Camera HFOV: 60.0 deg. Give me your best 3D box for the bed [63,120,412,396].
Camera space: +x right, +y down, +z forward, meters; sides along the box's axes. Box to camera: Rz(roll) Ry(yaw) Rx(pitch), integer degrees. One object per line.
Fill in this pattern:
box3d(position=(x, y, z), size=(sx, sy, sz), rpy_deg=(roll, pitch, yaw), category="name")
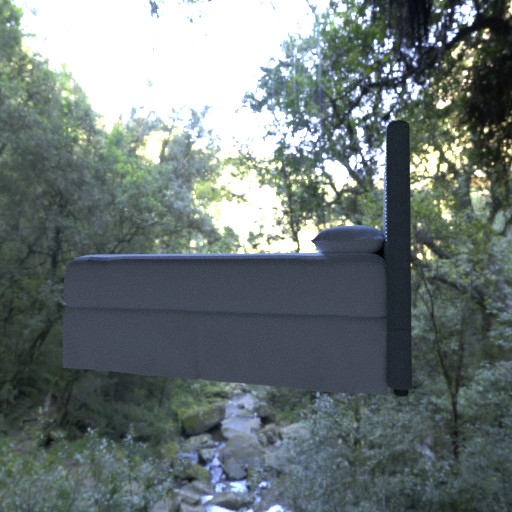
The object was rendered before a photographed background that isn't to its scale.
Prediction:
box3d(position=(0.000, 0.000, 3.281), size=(2.143, 1.460, 1.753), rpy_deg=(0, -1, 18), category="bed")
